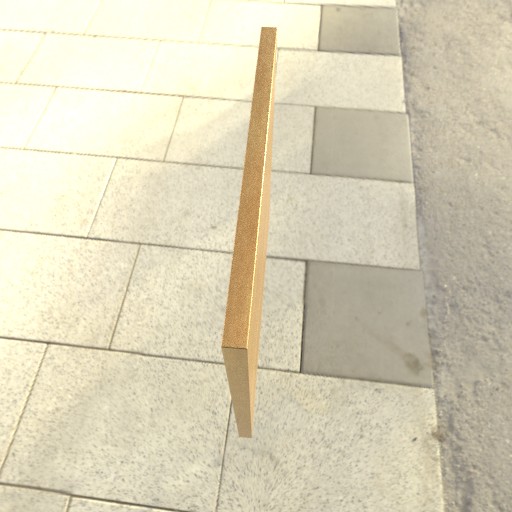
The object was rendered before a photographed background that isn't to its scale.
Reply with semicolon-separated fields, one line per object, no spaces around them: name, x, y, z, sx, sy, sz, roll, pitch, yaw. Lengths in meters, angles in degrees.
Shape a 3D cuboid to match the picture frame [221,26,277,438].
picture frame;0.000;0.000;1.137;0.037;0.761;0.758;4;59;2
